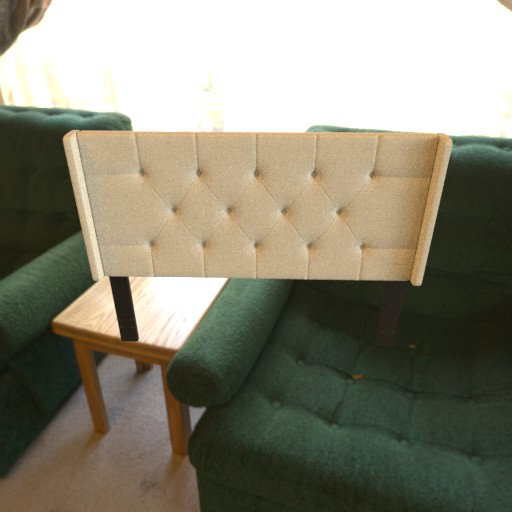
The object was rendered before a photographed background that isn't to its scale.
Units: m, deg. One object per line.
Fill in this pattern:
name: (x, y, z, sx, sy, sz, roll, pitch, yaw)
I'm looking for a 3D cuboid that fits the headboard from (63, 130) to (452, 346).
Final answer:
headboard: (0.000, 0.000, 2.772, 2.051, 1.524, 0.184, 1, 30, 1)
